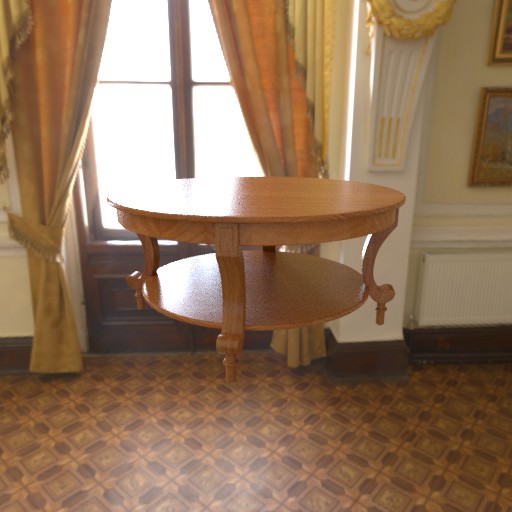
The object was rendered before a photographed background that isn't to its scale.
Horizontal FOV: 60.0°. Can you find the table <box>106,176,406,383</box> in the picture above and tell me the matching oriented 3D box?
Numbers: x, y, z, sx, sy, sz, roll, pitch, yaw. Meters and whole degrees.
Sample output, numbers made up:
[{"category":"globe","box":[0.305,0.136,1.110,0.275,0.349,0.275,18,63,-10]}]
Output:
[{"category":"table","box":[0.000,0.000,1.660,1.029,0.490,1.029,0,16,0]}]
